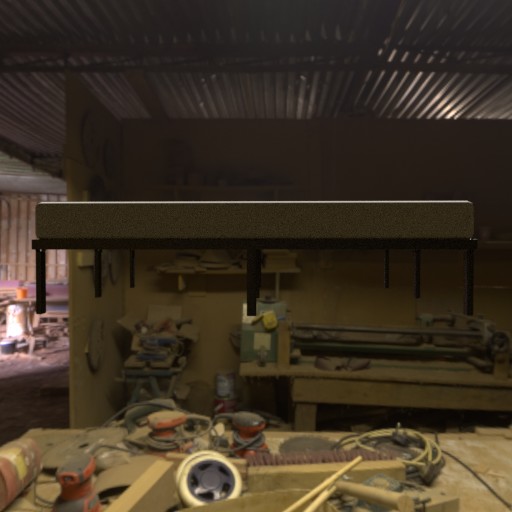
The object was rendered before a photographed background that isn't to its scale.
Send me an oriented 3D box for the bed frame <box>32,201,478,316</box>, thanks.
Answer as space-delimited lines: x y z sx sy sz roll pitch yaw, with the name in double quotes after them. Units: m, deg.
0.000 0.000 3.596 2.635 0.680 1.990 0 1 2 "bed frame"
